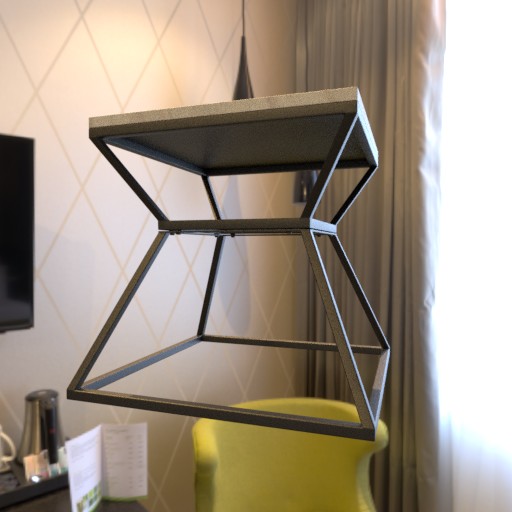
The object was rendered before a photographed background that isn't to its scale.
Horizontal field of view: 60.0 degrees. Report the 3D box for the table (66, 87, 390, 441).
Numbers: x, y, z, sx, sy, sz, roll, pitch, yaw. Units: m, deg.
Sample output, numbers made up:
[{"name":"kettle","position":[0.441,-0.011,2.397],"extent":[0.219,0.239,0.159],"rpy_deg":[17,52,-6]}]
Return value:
[{"name":"table","position":[0.000,0.000,0.810],"extent":[0.455,0.431,0.455],"rpy_deg":[0,1,19]}]
